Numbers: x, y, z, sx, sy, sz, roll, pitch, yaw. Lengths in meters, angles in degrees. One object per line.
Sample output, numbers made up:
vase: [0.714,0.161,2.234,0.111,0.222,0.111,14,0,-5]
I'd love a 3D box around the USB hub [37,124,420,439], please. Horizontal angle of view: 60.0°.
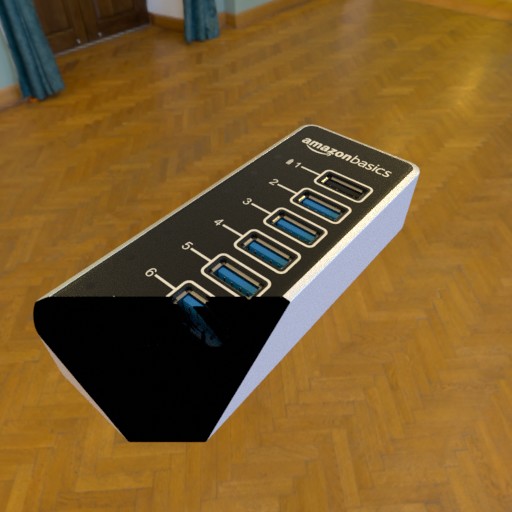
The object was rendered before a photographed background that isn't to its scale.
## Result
USB hub: [0.000,0.000,0.125,0.044,0.023,0.110,31,53,27]
